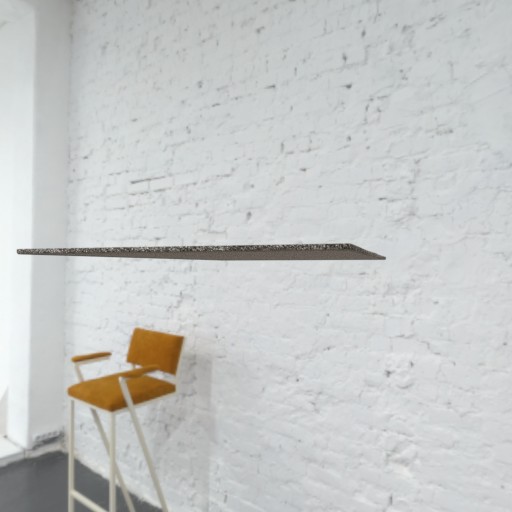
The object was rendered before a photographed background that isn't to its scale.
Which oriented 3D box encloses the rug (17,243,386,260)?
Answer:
[{"bbox_3d":[0.000,0.000,2.865,1.501,0.025,2.352,0,-1,19],"label":"rug"}]
